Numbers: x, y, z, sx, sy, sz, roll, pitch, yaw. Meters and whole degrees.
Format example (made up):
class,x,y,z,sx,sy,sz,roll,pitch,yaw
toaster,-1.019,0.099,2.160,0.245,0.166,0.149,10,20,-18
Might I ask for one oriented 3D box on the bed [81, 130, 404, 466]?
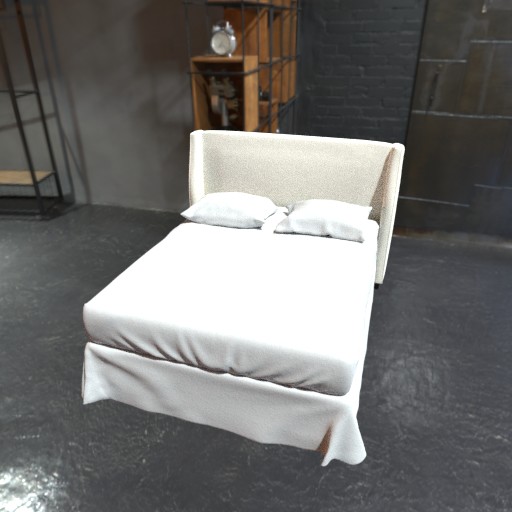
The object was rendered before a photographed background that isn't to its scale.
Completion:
class,x,y,z,sx,sy,sz,roll,pitch,yaw
bed,0.000,0.000,3.310,1.925,1.332,2.276,8,29,15
